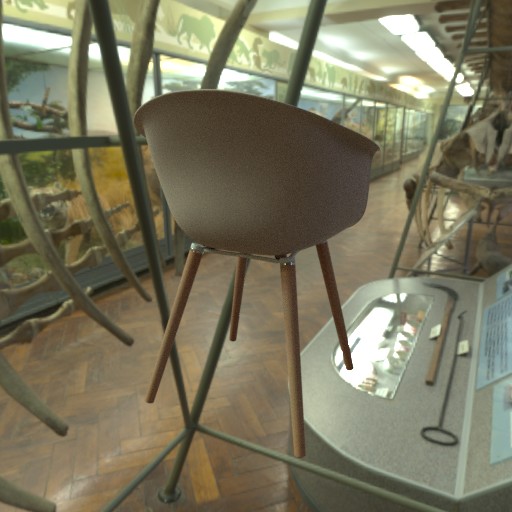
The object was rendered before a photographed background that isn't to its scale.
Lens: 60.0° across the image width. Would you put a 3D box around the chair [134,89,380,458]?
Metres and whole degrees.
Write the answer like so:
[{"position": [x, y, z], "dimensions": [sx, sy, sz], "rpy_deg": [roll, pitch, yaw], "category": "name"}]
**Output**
[{"position": [0.000, 0.000, 1.157], "dimensions": [0.593, 0.781, 0.504], "rpy_deg": [8, 18, 27], "category": "chair"}]
